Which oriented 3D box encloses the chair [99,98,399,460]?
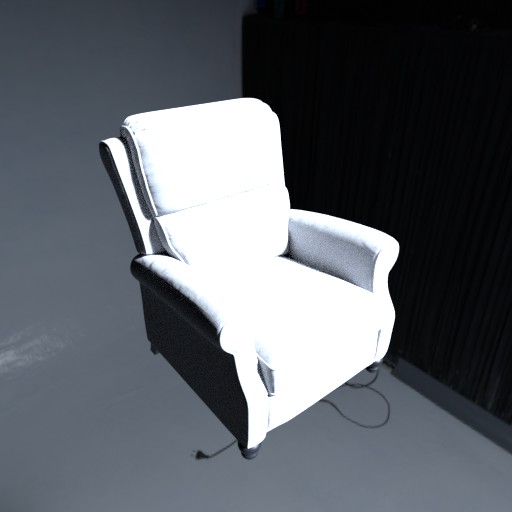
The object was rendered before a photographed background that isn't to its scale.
[{"bbox_3d":[0.000,0.000,1.765,0.859,1.046,0.919,-22,36,-33],"label":"chair"}]
